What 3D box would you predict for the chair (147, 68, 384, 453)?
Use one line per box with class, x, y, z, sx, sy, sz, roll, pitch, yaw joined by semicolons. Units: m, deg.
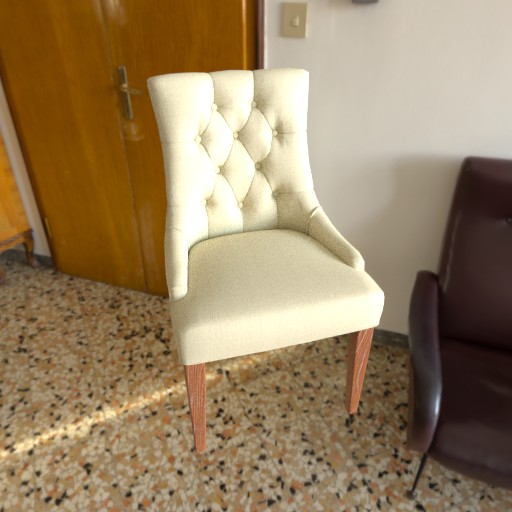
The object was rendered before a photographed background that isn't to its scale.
chair;0.000;0.000;1.211;0.509;0.874;0.565;-9;33;-14
